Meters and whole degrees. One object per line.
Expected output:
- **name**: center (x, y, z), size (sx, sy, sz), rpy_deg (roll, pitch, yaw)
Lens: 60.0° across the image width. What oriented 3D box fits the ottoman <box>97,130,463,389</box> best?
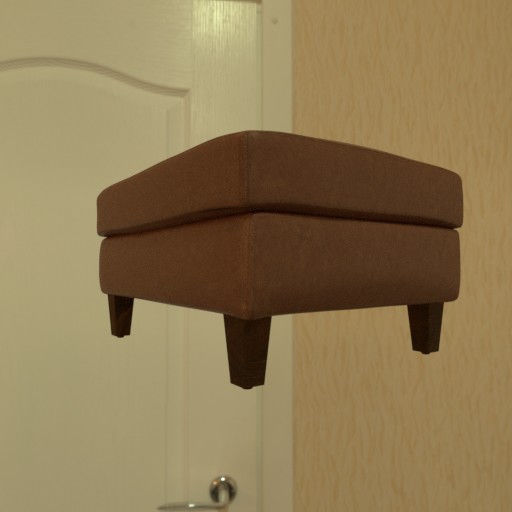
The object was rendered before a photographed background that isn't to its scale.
- **ottoman**: center (0.000, 0.000, 1.209), size (0.650, 0.485, 0.851), rpy_deg (1, -2, -35)
